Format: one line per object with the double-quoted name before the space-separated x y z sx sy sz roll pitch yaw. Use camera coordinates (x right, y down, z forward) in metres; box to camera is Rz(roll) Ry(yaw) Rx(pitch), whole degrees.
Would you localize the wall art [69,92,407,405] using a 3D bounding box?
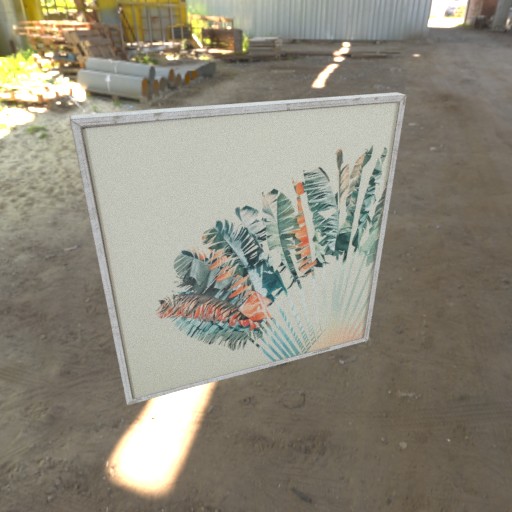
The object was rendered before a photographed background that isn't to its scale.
"wall art" 0.000 0.000 1.148 0.760 0.757 0.038 -10 31 -18
